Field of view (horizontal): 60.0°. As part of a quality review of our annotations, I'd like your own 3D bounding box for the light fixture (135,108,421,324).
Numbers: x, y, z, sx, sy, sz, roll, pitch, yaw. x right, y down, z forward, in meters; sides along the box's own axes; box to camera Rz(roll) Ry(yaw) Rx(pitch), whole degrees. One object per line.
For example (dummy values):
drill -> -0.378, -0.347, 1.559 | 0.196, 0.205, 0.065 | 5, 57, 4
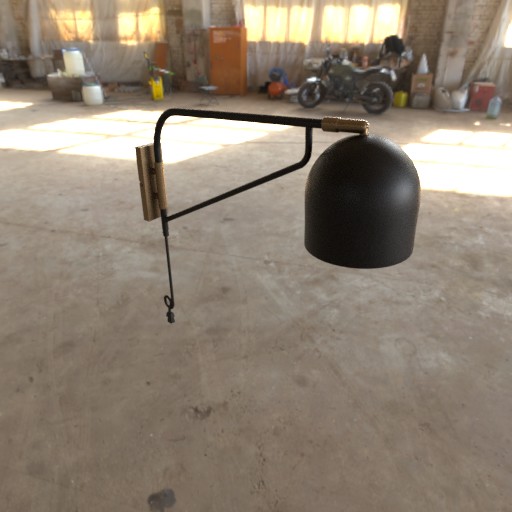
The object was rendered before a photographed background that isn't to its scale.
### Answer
light fixture -> 0.000, 0.000, 1.075 | 0.720, 0.696, 0.215 | 19, 33, 32
